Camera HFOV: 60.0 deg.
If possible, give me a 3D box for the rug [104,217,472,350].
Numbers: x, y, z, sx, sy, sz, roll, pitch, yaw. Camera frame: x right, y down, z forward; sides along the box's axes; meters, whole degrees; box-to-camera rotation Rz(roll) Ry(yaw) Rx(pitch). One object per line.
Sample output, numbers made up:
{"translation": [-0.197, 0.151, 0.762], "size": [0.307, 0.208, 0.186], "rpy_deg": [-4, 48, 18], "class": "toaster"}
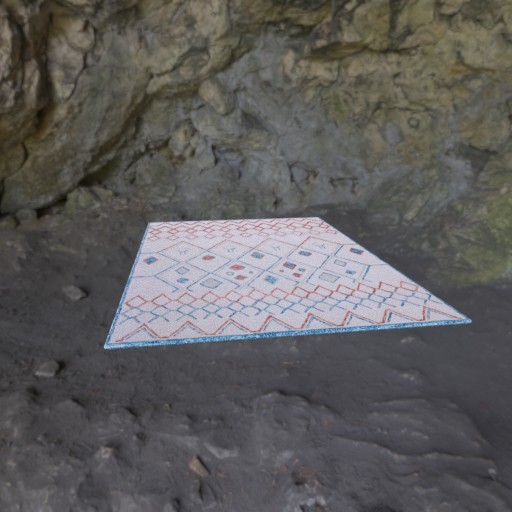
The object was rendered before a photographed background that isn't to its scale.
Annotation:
{"translation": [0.000, 0.000, 2.298], "size": [1.219, 0.016, 1.829], "rpy_deg": [-3, 16, -9], "class": "rug"}
